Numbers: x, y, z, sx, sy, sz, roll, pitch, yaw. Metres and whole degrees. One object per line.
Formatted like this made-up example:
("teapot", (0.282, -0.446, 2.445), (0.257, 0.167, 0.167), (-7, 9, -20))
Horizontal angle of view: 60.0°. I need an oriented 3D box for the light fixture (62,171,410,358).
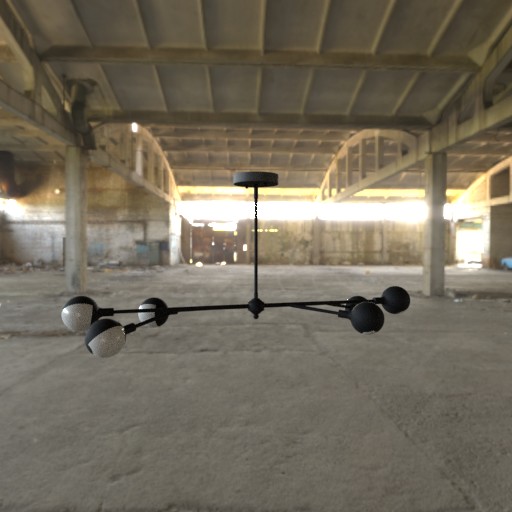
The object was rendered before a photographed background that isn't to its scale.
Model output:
("light fixture", (0.000, 0.000, 0.996), (0.778, 0.362, 0.434), (0, 1, -2))
